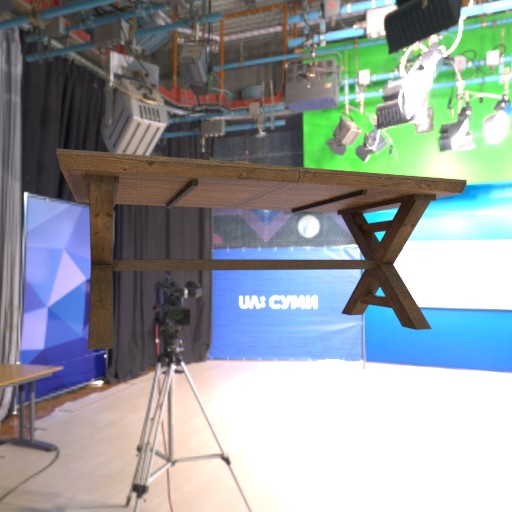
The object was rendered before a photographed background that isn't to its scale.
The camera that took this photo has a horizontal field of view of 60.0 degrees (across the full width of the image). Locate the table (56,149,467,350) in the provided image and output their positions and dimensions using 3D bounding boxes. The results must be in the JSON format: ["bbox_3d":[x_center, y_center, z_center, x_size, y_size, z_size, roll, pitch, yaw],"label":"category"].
[{"bbox_3d":[0.000,0.000,2.500,1.966,0.793,1.071,0,-1,-19],"label":"table"}]
